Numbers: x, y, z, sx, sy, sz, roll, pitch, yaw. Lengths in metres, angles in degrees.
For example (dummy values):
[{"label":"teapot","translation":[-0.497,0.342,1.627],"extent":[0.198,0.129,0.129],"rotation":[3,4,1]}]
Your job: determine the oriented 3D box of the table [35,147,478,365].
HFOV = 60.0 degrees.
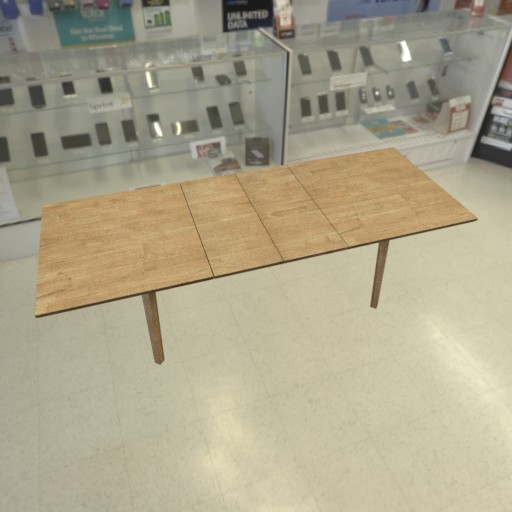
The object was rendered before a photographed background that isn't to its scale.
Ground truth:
[{"label":"table","translation":[0.000,0.000,3.079],"extent":[2.603,0.752,1.000],"rotation":[-12,42,-14]}]
